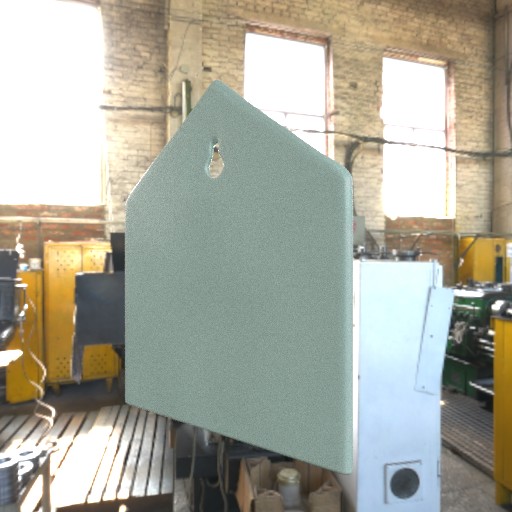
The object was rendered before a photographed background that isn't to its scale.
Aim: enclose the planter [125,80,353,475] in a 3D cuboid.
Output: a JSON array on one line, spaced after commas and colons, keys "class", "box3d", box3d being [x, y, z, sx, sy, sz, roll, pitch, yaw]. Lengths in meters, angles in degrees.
[{"class": "planter", "box3d": [0.000, 0.000, 0.278, 0.164, 0.197, 0.079, 0, 0, 37]}]
